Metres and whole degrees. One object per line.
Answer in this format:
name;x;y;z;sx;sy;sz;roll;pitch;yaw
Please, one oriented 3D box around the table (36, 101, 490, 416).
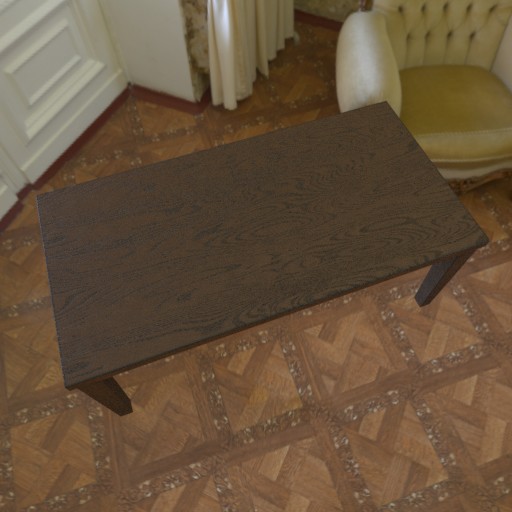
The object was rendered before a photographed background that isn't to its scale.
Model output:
table;0.000;0.000;2.483;1.981;0.762;1.016;-18;62;-10
